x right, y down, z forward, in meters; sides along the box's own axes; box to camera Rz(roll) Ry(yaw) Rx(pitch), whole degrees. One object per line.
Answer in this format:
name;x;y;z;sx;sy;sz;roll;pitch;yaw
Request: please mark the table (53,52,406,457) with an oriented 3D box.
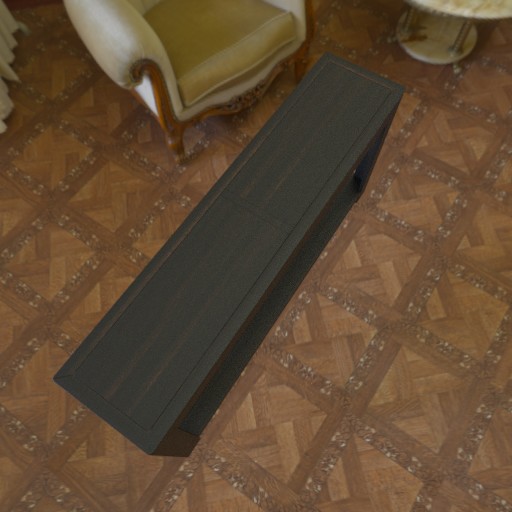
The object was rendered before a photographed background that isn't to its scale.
table;0.000;0.000;1.895;0.384;0.762;1.631;31;69;13
